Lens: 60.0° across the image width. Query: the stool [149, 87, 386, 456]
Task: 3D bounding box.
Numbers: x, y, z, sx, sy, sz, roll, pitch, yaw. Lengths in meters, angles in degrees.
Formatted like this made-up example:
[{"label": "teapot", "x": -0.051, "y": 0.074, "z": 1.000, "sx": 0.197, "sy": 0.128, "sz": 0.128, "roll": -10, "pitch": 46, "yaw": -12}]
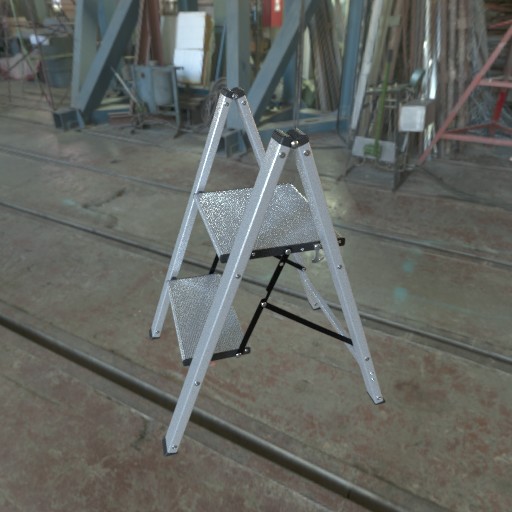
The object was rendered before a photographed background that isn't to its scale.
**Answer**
[{"label": "stool", "x": 0.000, "y": 0.000, "z": 1.026, "sx": 0.535, "sy": 0.670, "sz": 0.440, "roll": -8, "pitch": 31, "yaw": -14}]
